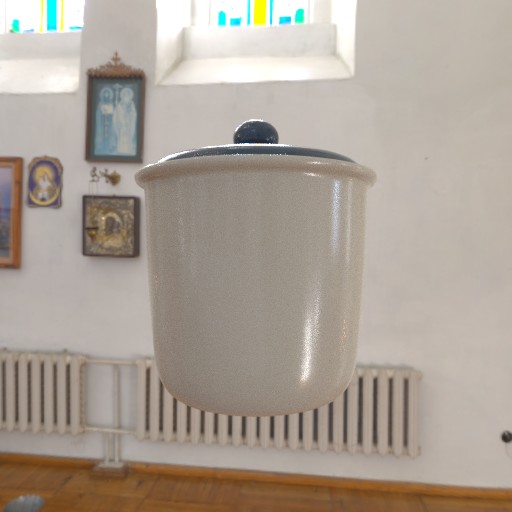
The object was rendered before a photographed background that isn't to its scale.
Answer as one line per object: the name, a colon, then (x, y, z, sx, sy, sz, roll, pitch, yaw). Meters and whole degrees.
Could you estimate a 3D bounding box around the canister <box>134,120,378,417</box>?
canister: (0.000, 0.000, 0.344, 0.182, 0.208, 0.182, 0, 0, 0)
